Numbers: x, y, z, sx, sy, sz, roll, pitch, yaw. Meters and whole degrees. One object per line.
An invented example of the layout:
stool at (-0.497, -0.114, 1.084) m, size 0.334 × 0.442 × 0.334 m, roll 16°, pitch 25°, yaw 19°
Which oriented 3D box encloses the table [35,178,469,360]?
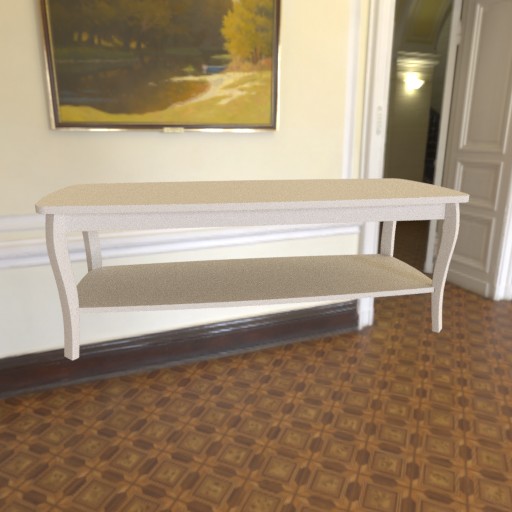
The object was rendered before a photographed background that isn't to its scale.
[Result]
table at (0.000, 0.000, 1.580) m, size 1.334 × 0.474 × 0.561 m, roll -3°, pitch 16°, yaw -9°
